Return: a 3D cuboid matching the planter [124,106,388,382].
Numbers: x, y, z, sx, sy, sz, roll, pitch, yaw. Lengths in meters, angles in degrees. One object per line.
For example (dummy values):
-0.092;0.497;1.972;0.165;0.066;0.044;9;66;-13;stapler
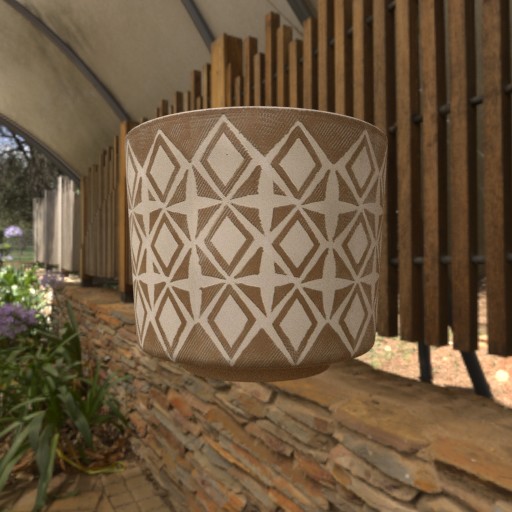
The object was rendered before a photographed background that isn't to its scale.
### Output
0.000;0.000;0.456;0.260;0.220;0.260;0;0;0;planter
